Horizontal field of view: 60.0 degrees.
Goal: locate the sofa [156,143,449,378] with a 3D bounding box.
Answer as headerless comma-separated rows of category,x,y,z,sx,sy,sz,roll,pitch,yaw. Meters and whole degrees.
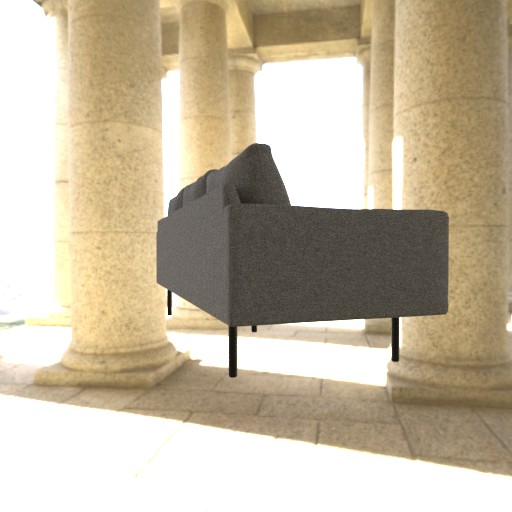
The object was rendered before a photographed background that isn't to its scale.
sofa,0.000,0.000,2.418,0.850,0.830,2.000,0,1,-19
